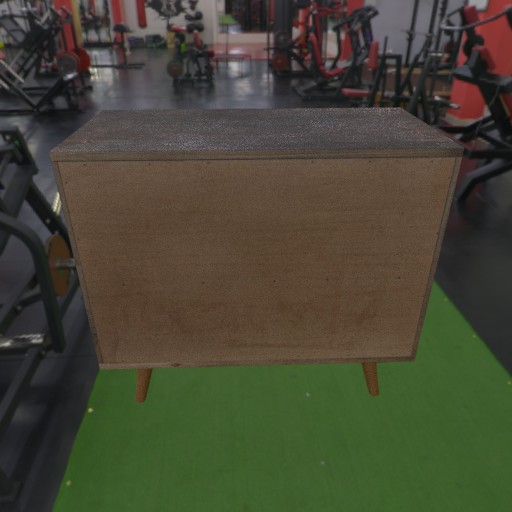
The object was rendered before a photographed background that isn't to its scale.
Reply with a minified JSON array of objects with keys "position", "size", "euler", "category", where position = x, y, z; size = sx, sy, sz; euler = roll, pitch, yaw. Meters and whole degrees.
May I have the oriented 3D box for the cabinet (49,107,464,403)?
[{"position":[0.000,0.000,1.538],"size":[1.023,0.897,0.529],"euler":[-1,30,-2],"category":"cabinet"}]
